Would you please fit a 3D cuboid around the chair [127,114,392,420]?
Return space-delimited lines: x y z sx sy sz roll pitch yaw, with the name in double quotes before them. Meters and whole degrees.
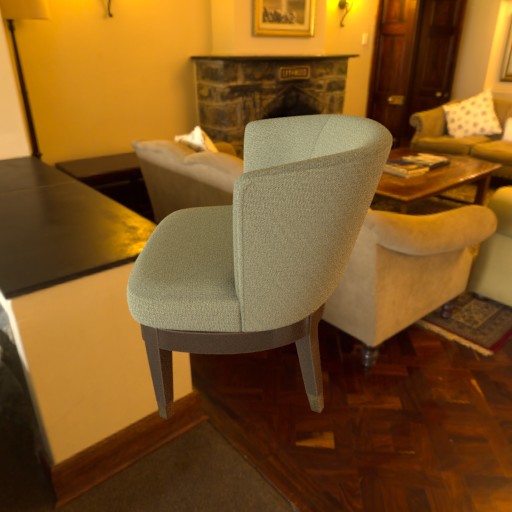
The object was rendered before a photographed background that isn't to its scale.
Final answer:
"chair" 0.000 0.000 1.306 0.660 0.760 0.700 0 25 1
